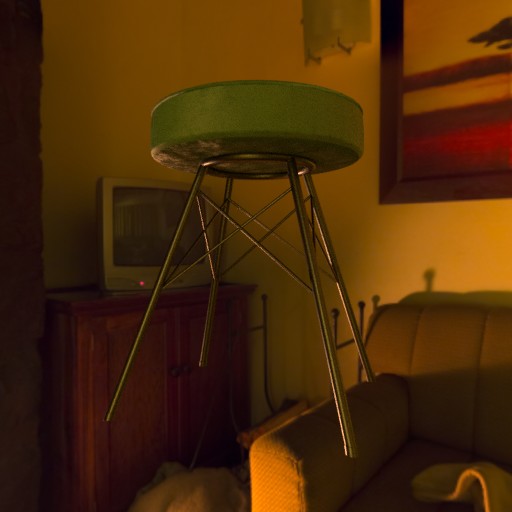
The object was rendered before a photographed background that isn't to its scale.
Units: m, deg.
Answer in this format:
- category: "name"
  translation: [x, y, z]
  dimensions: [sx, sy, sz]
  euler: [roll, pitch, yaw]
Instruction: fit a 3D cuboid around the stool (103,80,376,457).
- category: "stool"
  translation: [0.000, 0.000, 0.918]
  dimensions: [0.457, 0.595, 0.430]
  euler: [0, 1, 19]
